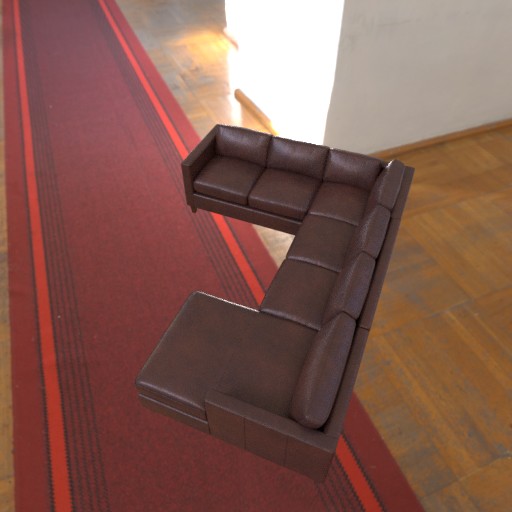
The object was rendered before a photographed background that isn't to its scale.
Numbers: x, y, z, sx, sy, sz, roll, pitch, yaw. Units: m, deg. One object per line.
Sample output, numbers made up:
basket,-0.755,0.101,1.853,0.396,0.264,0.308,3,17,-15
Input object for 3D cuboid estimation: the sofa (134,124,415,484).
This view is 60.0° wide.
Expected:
sofa,0.000,0.000,4.379,2.452,0.891,3.324,17,49,15
